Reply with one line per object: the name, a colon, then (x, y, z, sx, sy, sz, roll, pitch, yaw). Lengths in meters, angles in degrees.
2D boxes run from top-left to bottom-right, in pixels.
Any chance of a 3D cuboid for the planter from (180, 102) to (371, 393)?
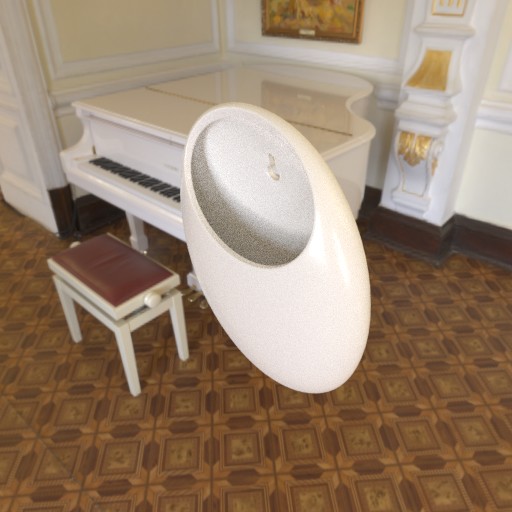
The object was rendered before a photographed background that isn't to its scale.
planter: (0.000, 0.000, 0.284, 0.043, 0.188, 0.185, -22, 39, -30)
